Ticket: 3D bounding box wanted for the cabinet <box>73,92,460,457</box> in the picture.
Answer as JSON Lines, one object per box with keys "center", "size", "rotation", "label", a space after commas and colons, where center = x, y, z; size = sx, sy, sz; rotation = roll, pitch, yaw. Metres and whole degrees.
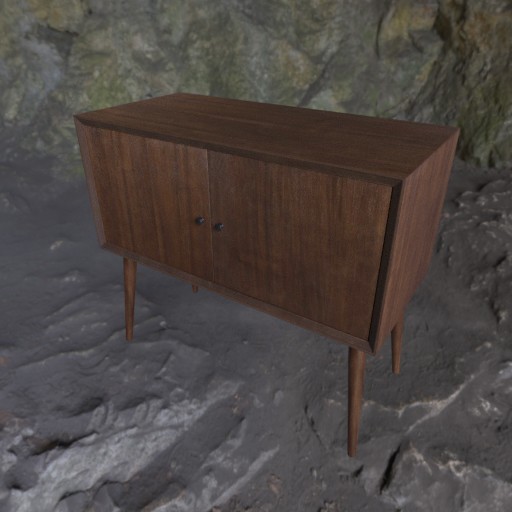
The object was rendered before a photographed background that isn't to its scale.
{"center": [0.000, 0.000, 1.096], "size": [0.743, 0.654, 0.354], "rotation": [18, 34, 29], "label": "cabinet"}
